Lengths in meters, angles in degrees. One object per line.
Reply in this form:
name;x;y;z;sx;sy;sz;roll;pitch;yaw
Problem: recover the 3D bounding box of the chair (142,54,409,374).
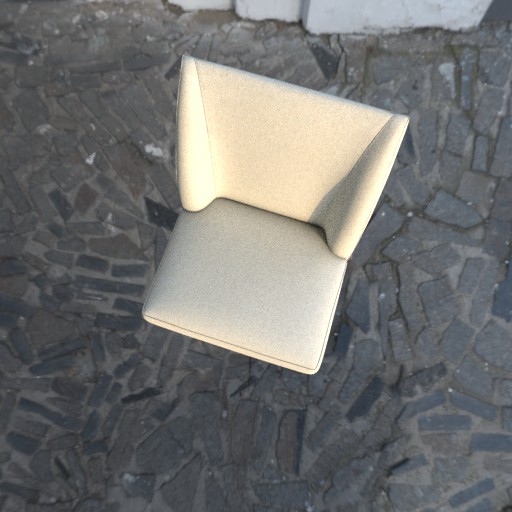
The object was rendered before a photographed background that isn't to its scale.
chair;0.000;0.000;1.225;0.508;0.863;0.522;17;76;4
